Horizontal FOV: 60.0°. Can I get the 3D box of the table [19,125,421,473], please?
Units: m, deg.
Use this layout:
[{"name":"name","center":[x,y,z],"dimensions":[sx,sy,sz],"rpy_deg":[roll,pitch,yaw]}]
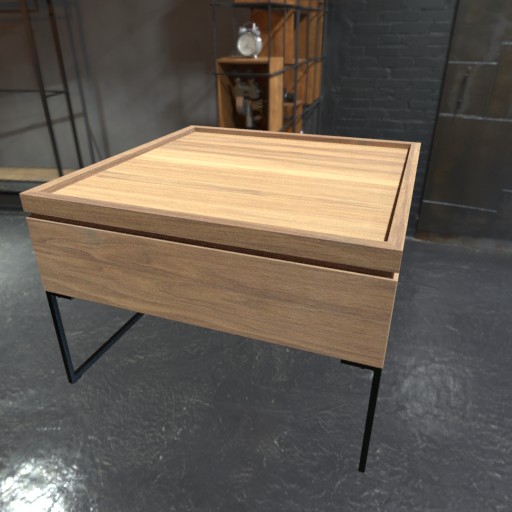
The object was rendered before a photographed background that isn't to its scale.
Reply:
[{"name":"table","center":[0.000,0.000,1.096],"dimensions":[0.679,0.464,0.676],"rpy_deg":[10,29,18]}]
